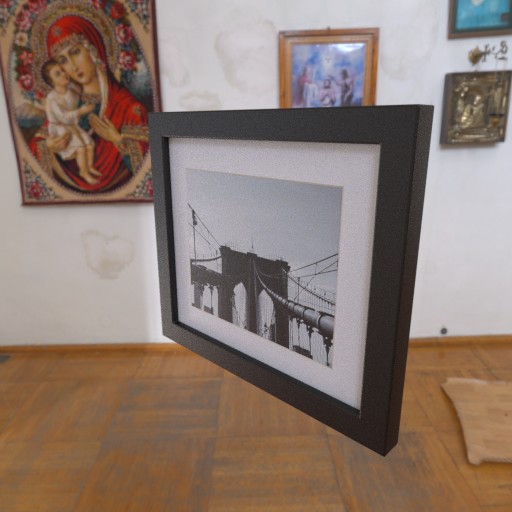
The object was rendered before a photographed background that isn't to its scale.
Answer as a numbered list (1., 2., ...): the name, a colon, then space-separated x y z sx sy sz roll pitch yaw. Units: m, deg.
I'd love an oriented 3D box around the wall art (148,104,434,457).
1. wall art: 0.000 0.000 0.527 0.380 0.330 0.028 15 23 42
